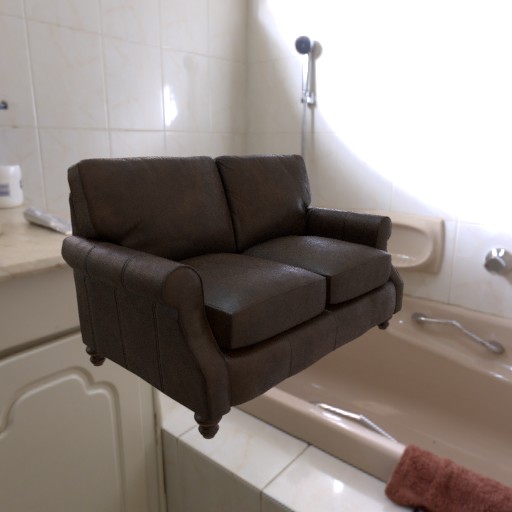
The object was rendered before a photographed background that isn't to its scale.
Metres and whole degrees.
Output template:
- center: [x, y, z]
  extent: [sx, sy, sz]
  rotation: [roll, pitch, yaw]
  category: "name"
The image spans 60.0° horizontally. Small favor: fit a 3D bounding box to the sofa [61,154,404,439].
- center: [0.000, 0.000, 2.222]
  extent: [0.990, 0.976, 1.616]
  rotation: [12, 19, 41]
  category: "sofa"
